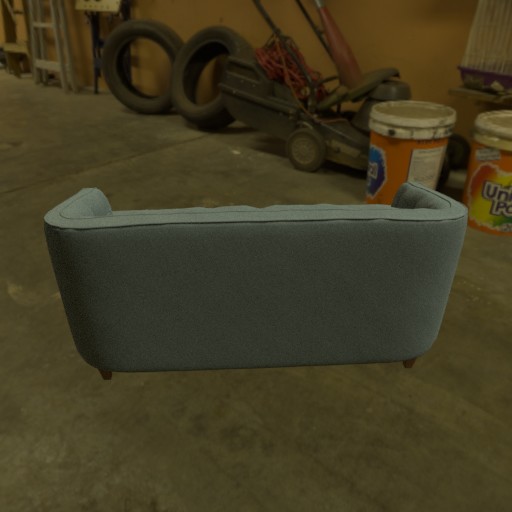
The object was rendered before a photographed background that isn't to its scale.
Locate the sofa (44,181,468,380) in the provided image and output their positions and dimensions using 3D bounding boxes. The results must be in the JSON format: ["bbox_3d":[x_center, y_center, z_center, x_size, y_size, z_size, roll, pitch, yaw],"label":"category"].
[{"bbox_3d":[0.000,0.000,2.181,1.733,0.855,0.941,-2,31,-3],"label":"sofa"}]
